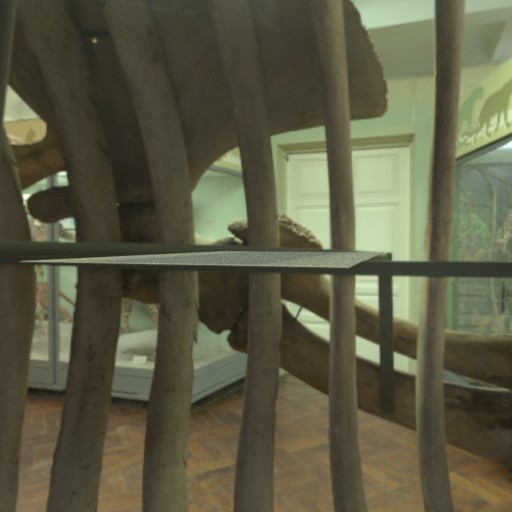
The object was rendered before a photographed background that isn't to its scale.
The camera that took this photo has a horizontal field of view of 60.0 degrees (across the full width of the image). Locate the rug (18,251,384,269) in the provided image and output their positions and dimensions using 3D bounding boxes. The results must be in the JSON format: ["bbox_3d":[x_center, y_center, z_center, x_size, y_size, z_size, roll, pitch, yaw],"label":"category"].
[{"bbox_3d":[0.000,0.000,3.003,1.541,0.008,2.448,1,2,19],"label":"rug"}]
